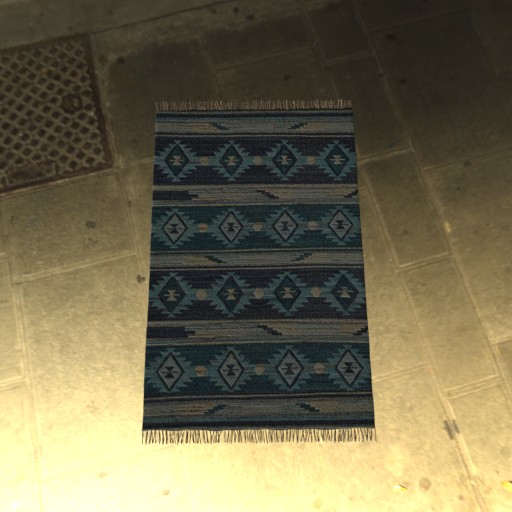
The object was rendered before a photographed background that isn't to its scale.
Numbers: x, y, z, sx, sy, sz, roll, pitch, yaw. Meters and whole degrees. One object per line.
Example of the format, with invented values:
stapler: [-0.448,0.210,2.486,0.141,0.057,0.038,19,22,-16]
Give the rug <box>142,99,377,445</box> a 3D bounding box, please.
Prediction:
rug: [0.000,0.000,2.438,1.181,0.028,1.936,-1,76,0]
